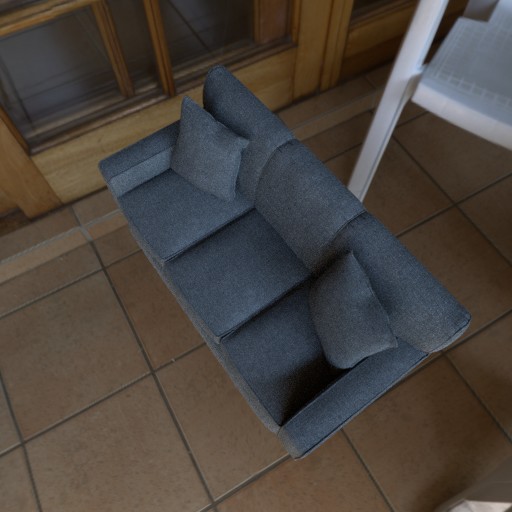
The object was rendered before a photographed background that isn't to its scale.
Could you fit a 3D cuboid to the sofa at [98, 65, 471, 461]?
[{"bbox_3d":[0.000,0.000,2.573,0.997,0.958,2.024,-33,68,-15],"label":"sofa"}]
